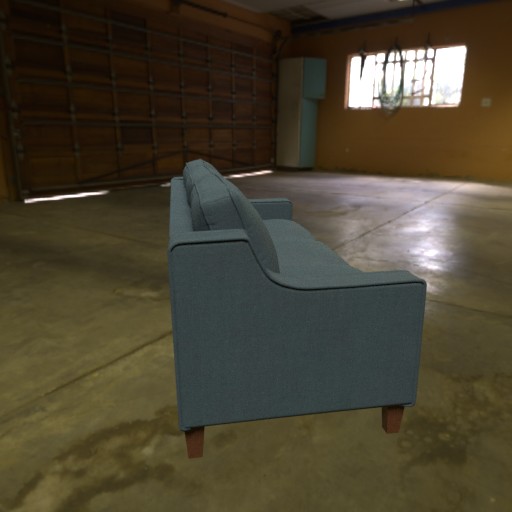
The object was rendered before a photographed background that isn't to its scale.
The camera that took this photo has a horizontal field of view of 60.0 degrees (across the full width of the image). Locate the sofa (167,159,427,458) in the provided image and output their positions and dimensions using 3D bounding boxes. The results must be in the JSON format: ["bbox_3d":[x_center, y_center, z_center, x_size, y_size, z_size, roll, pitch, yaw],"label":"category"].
[{"bbox_3d":[0.000,0.000,2.463,0.911,0.974,1.986,-3,16,-10],"label":"sofa"}]
